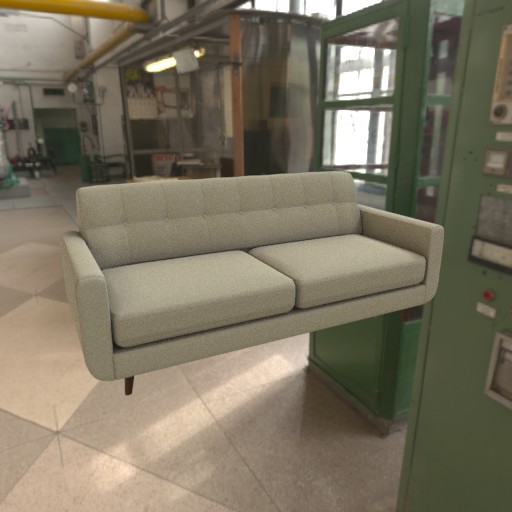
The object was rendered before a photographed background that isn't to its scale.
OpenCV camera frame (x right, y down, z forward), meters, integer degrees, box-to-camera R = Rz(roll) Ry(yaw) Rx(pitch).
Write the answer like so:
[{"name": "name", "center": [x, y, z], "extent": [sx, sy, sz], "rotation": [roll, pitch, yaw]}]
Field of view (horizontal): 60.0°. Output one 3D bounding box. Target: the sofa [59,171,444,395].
[{"name": "sofa", "center": [0.000, 0.000, 2.709], "extent": [2.137, 0.892, 0.980], "rotation": [-8, 19, -26]}]
